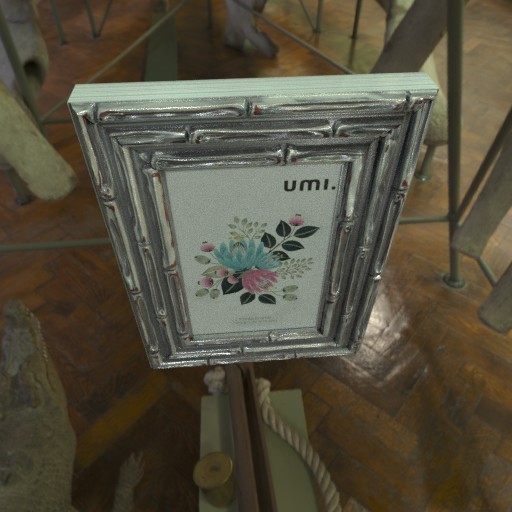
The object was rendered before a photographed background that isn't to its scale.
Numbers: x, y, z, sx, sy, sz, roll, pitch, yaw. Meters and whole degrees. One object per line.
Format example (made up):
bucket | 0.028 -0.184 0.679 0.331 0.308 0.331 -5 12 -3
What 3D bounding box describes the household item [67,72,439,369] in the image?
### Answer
household item | 0.000 0.000 0.277 0.165 0.216 0.025 -3 45 -3
